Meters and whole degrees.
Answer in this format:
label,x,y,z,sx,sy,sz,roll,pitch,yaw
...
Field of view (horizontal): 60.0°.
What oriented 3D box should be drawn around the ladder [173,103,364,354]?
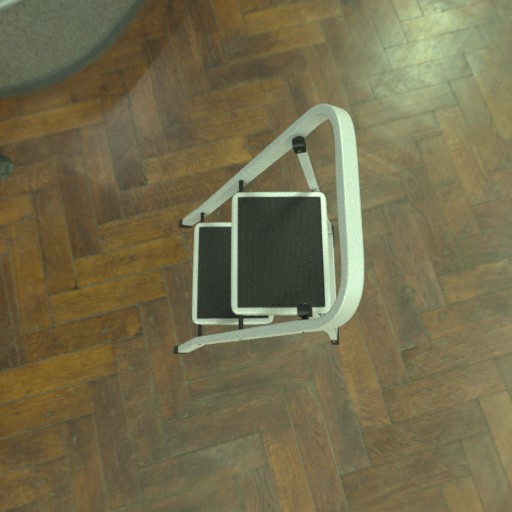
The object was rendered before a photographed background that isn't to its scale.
label,x,y,z,sx,sy,sz,roll,pitch,yaw
ladder,0.000,0.000,1.116,0.544,0.810,0.460,0,76,0
